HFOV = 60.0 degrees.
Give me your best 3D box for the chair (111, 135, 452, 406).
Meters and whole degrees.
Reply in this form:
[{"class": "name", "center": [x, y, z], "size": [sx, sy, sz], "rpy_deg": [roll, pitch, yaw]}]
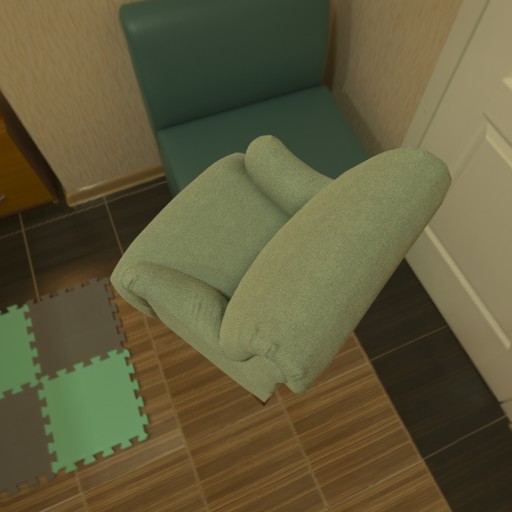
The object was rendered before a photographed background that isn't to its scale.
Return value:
[{"class": "chair", "center": [0.000, 0.000, 1.957], "size": [1.060, 1.178, 0.964], "rpy_deg": [35, 68, 16]}]
